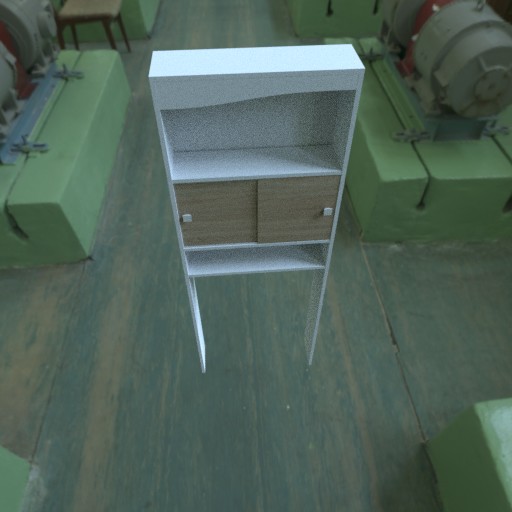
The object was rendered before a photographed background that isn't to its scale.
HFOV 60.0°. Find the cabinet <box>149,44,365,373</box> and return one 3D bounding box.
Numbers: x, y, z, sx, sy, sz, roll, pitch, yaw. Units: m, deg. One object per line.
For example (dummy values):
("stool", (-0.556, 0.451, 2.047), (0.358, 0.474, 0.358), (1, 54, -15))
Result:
("cabinet", (0.000, 0.000, 2.013), (0.643, 1.770, 0.192), (-4, 47, -3))
